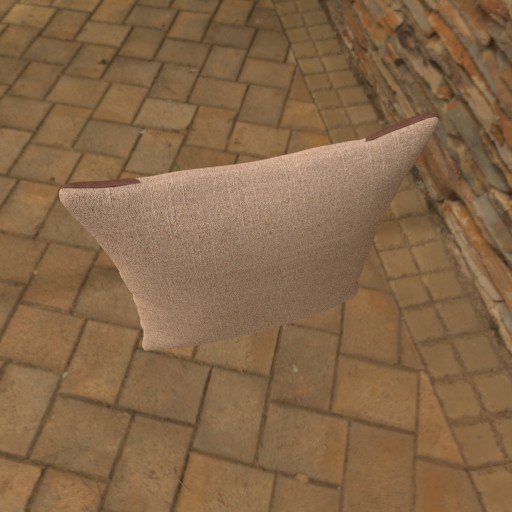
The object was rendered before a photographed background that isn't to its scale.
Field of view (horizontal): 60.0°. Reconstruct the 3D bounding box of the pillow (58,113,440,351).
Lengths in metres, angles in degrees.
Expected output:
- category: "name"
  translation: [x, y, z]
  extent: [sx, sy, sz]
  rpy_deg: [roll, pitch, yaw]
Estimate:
- category: "pillow"
  translation: [0.000, 0.000, 0.670]
  extent: [0.437, 0.448, 0.147]
  rpy_deg: [-14, 59, -9]
